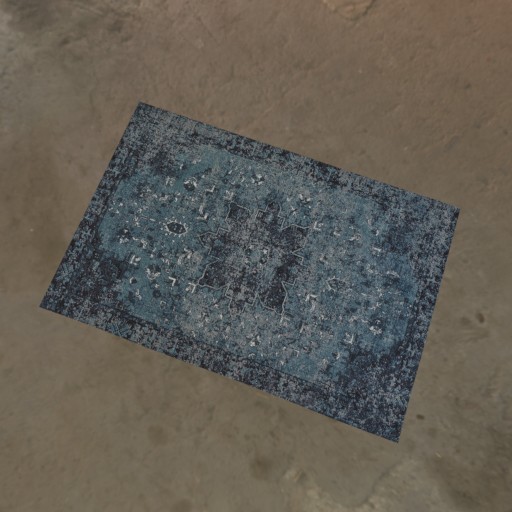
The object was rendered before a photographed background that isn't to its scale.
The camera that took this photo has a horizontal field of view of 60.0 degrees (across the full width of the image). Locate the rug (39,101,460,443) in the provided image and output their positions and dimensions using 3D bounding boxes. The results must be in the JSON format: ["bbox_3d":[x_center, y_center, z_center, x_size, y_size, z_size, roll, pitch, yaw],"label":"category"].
[{"bbox_3d":[0.000,0.000,2.245,1.828,0.005,1.219,20,77,5],"label":"rug"}]
